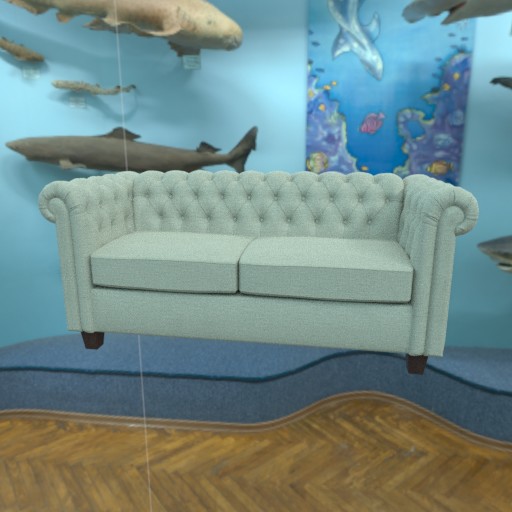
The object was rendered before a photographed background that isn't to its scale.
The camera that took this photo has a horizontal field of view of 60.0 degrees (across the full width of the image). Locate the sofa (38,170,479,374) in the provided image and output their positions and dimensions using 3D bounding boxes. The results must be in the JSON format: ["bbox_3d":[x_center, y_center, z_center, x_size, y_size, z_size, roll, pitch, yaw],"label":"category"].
[{"bbox_3d":[0.000,0.000,2.200,1.798,0.797,0.783,2,15,9],"label":"sofa"}]
